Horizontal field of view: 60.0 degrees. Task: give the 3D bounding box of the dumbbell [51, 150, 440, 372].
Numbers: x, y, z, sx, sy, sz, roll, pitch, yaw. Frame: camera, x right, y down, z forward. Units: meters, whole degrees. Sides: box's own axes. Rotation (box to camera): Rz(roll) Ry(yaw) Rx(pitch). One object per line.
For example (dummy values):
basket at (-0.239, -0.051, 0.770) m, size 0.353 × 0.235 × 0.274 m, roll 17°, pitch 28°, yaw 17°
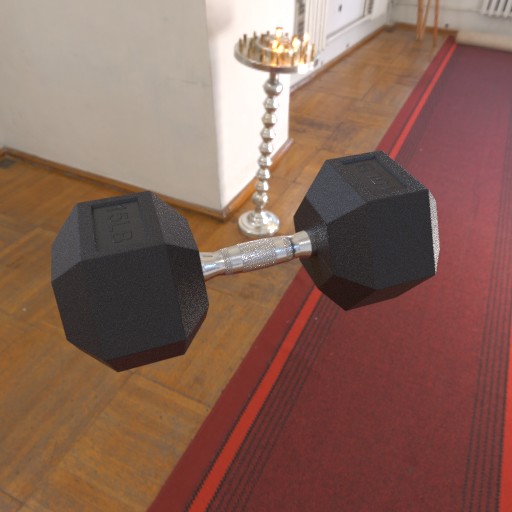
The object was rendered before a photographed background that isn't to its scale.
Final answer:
dumbbell at (0.000, 0.000, 0.332) m, size 0.271 × 0.106 × 0.122 m, roll -13°, pitch 42°, yaw -14°
